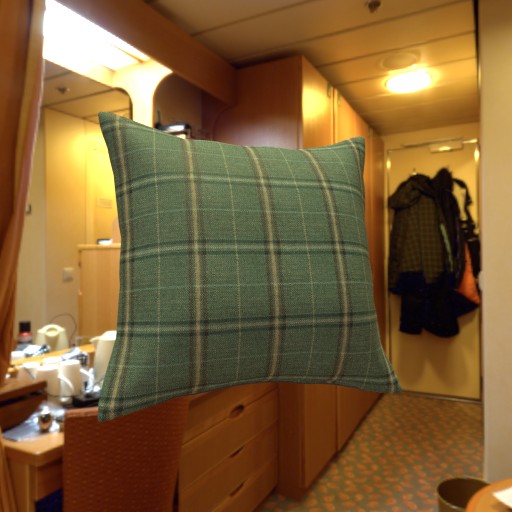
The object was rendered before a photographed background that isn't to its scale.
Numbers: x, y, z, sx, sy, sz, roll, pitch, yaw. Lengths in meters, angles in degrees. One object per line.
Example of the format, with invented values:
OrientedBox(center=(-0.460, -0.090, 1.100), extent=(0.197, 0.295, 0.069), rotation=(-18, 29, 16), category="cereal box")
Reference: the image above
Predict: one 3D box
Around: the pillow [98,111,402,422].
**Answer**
OrientedBox(center=(0.000, 0.000, 0.672), extent=(0.453, 0.430, 0.200), rotation=(0, 0, -19), category="pillow")
